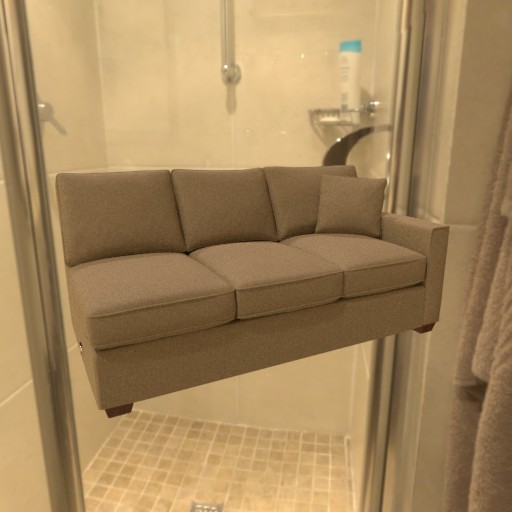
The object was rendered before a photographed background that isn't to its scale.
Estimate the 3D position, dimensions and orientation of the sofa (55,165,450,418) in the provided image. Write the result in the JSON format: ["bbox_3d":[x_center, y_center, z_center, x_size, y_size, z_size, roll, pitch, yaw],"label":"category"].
[{"bbox_3d":[0.000,0.000,2.497,1.963,0.946,1.034,-7,16,-27],"label":"sofa"}]
